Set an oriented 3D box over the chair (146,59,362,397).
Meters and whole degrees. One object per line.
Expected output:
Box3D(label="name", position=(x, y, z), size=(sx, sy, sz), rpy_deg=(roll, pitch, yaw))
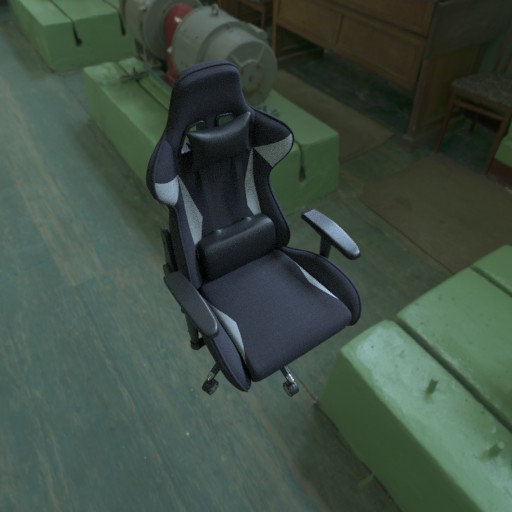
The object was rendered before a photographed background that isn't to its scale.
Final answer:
Box3D(label="chair", position=(0.000, 0.000, 1.737), size=(0.730, 1.300, 0.695), rpy_deg=(-26, 51, -24))
